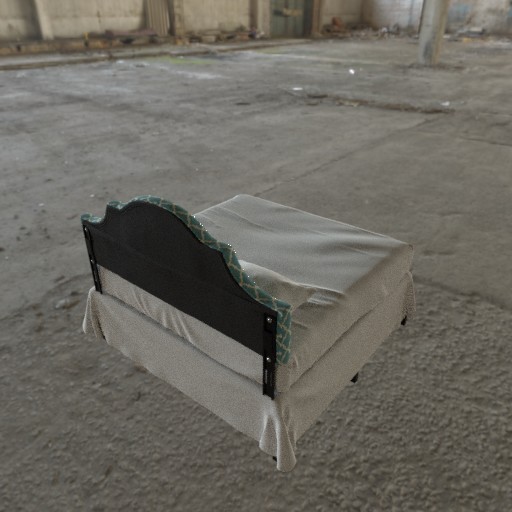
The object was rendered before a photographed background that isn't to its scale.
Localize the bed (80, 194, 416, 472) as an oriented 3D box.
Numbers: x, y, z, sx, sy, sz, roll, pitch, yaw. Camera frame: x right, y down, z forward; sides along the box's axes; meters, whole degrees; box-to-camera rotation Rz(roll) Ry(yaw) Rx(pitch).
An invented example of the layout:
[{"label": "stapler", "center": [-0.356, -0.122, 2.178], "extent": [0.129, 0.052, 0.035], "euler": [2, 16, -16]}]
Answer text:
[{"label": "bed", "center": [0.000, 0.000, 3.757], "extent": [2.314, 1.601, 2.222], "euler": [22, 36, 34]}]
